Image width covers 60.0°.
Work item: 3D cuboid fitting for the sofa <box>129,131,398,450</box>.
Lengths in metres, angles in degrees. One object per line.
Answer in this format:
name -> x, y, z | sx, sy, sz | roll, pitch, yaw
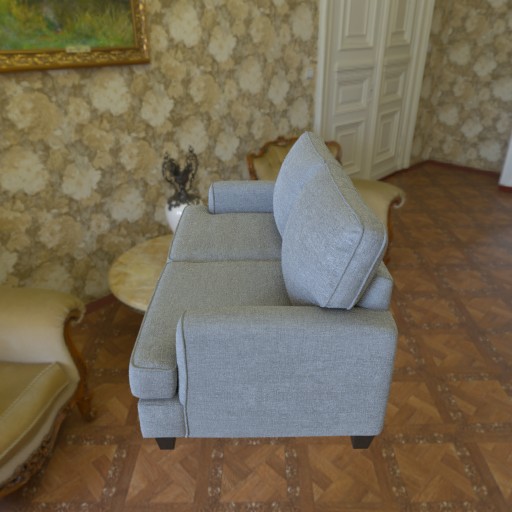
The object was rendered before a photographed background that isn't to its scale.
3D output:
sofa -> 0.000, 0.000, 2.241 | 0.965, 0.965, 1.651 | 0, 27, -1
